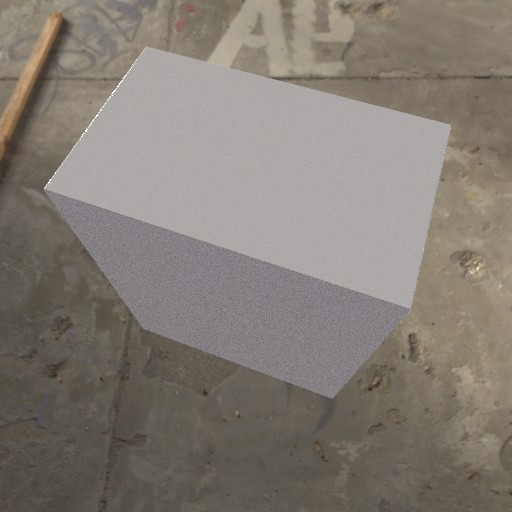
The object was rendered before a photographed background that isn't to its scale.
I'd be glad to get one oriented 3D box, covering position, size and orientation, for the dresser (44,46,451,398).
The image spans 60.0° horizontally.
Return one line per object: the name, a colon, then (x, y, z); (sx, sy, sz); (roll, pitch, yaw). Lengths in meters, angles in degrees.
dresser: (0.000, 0.000, 1.169); (0.650, 0.800, 0.400); (18, 64, 9)
